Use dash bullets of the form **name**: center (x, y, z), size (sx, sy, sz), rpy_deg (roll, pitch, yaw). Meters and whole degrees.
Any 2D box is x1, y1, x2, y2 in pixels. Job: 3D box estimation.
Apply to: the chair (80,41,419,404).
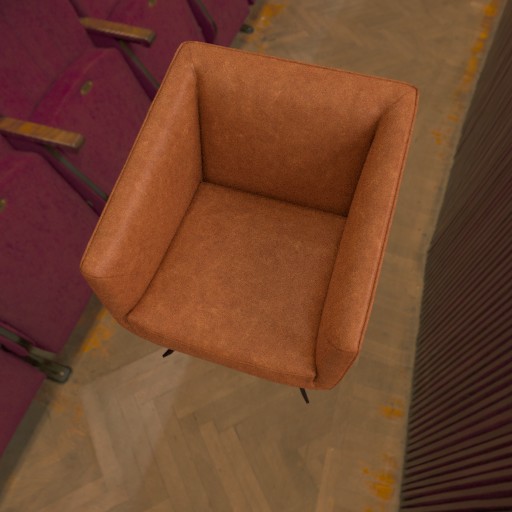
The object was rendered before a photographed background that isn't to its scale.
- **chair**: center (0.000, 0.000, 1.193), size (0.588, 0.760, 0.625), rpy_deg (15, 60, 9)
